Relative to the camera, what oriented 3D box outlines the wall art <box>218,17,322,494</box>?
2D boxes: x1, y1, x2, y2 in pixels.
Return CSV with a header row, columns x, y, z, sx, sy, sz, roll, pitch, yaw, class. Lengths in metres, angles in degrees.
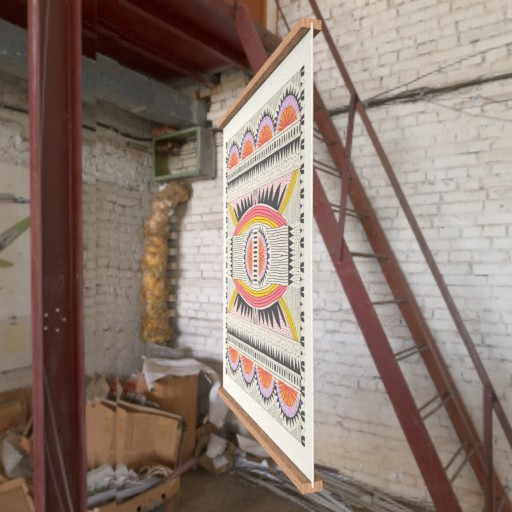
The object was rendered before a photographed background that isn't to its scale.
x,y,z,sx,sy,sz,roll,pitch,yaw,class
0.000,0.000,0.785,0.028,0.609,0.456,0,-1,-19,wall art
